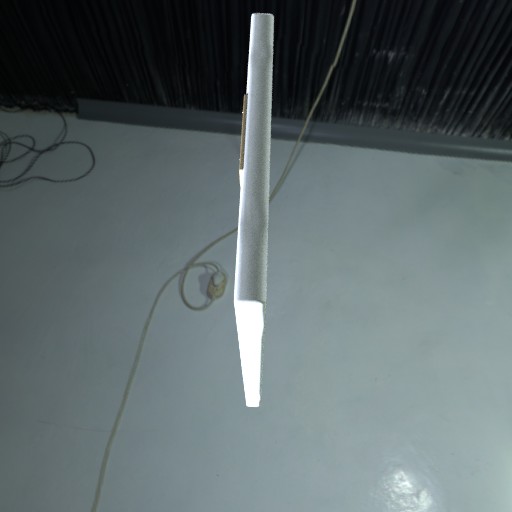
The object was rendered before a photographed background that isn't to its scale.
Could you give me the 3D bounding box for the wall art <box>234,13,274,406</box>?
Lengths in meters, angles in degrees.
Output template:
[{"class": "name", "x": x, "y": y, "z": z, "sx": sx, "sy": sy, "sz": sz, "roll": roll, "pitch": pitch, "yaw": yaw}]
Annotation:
[{"class": "wall art", "x": 0.000, "y": 0.000, "z": 1.126, "sx": 0.048, "sy": 0.902, "sz": 0.602, "roll": 2, "pitch": 63, "yaw": 1}]
